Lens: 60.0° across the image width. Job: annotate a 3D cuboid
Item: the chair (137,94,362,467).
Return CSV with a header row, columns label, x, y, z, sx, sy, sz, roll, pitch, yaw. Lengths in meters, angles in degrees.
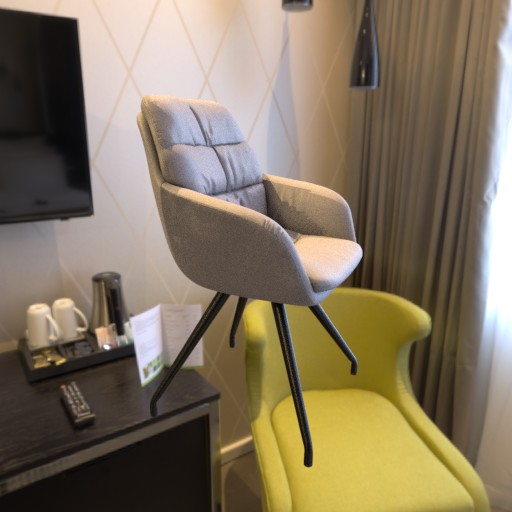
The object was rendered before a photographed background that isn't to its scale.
label,x,y,z,sx,sy,sz,roll,pitch,yaw
chair,0.000,0.000,1.290,0.569,0.888,0.579,7,17,24
